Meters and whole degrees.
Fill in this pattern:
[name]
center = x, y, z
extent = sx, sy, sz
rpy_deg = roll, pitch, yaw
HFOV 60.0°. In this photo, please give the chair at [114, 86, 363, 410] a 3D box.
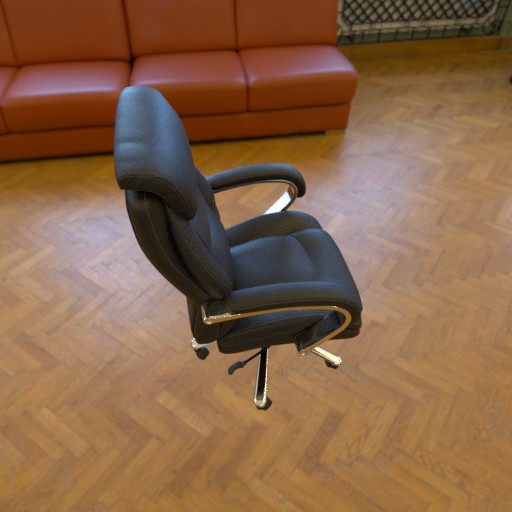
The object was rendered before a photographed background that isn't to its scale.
[chair]
center = 0.000, 0.000, 1.671
extent = 0.790, 1.183, 0.755
rpy_deg = -8, 46, -8
